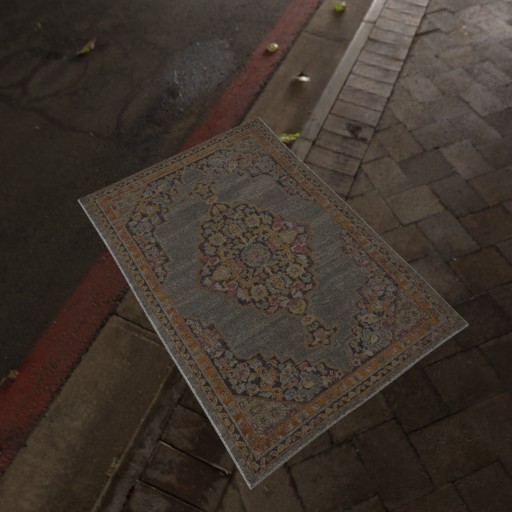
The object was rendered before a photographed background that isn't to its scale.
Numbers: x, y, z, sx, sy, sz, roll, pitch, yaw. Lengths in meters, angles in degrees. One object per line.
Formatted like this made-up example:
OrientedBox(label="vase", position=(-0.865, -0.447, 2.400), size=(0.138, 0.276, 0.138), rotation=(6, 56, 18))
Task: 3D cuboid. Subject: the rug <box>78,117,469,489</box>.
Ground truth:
OrientedBox(label="rug", position=(0.000, 0.000, 3.776), size=(2.043, 0.026, 2.901), rotation=(-30, 62, -18))
